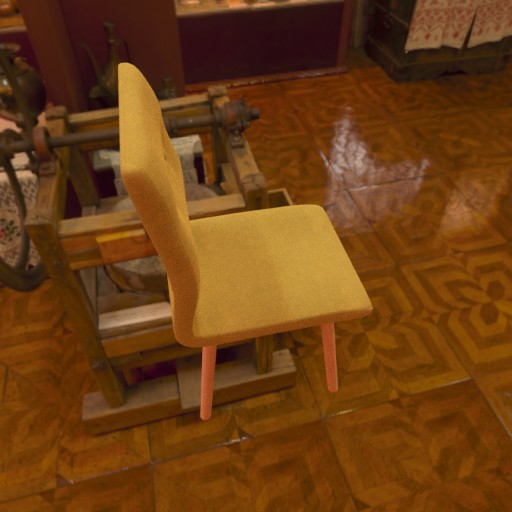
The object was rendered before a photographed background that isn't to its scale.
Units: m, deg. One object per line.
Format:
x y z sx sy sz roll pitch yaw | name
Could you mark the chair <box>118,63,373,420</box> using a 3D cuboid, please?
0.000 0.000 1.253 0.550 0.965 0.450 -9 47 -9 | chair
